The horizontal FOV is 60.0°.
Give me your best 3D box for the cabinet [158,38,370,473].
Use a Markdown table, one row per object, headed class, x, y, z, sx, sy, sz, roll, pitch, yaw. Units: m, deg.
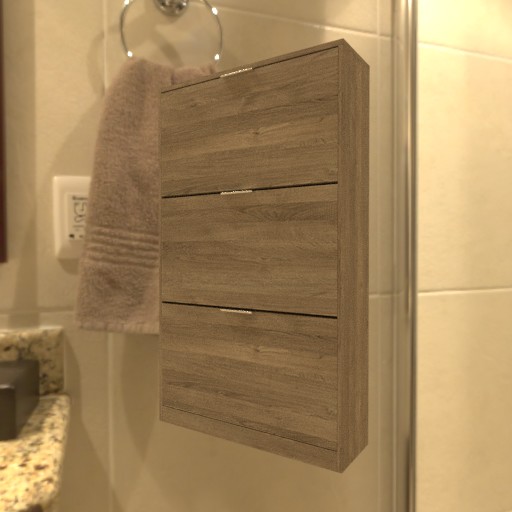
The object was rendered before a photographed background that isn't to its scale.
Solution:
| class | x | y | z | sx | sy | sz | roll | pitch | yaw |
| --- | --- | --- | --- | --- | --- | --- | --- | --- | --- |
| cabinet | 0.000 | 0.000 | 1.599 | 0.750 | 1.280 | 0.250 | 1 | 1 | 33 |
